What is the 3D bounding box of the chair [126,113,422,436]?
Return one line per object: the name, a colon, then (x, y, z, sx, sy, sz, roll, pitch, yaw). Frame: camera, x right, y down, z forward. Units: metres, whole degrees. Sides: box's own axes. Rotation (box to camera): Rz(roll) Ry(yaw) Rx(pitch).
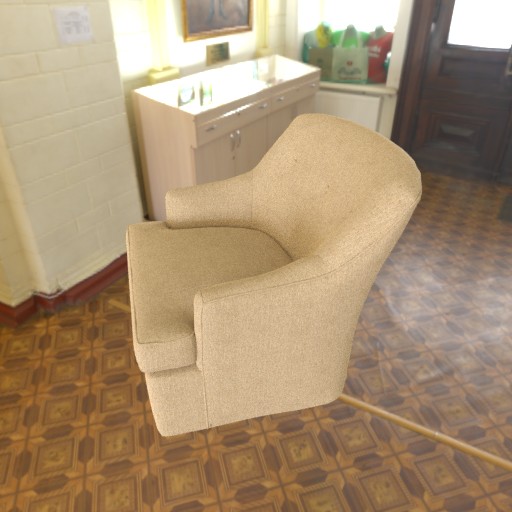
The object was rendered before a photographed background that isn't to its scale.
chair: (0.000, 0.000, 1.635, 0.923, 0.856, 0.864, -8, 32, -14)
